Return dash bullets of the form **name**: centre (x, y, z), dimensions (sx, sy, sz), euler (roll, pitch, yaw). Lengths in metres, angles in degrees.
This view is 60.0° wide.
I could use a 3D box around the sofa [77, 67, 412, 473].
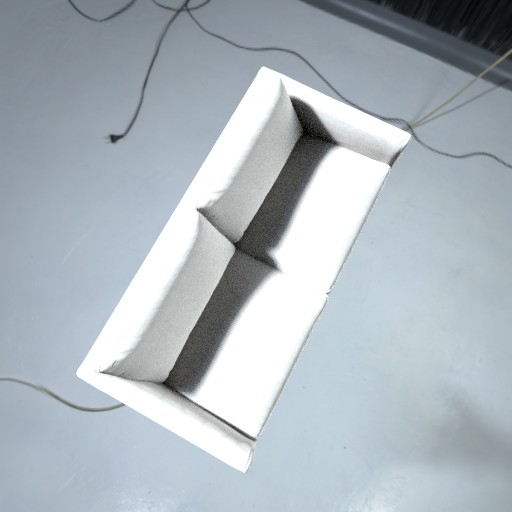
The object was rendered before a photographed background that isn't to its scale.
- **sofa**: centre (0.000, 0.000, 2.837), dimensions (1.090, 0.838, 2.588), euler (27, 78, 7)
